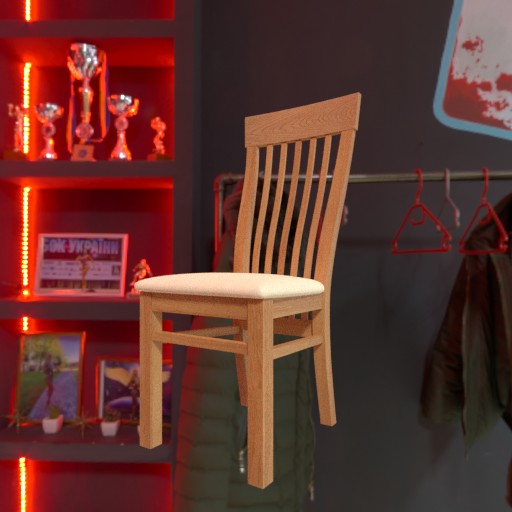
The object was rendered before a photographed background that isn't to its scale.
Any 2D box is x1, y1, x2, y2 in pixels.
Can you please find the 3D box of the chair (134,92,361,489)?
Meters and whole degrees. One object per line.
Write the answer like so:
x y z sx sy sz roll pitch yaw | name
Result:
0.000 0.000 1.335 0.450 1.050 0.580 0 0 34 | chair
